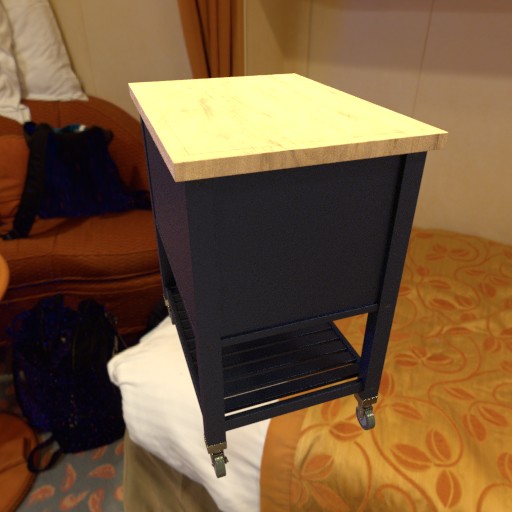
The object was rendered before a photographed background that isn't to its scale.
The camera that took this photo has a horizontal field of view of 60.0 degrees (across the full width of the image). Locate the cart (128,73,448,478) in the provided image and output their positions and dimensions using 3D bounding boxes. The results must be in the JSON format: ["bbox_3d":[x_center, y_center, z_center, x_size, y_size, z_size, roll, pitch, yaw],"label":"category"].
[{"bbox_3d":[0.000,0.000,1.381,0.567,0.920,0.797,-10,33,-16],"label":"cart"}]
